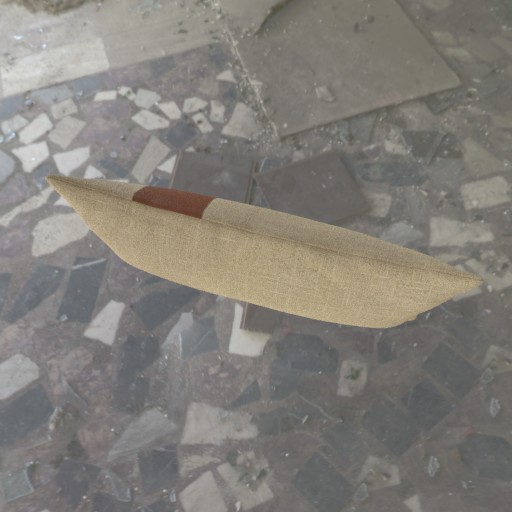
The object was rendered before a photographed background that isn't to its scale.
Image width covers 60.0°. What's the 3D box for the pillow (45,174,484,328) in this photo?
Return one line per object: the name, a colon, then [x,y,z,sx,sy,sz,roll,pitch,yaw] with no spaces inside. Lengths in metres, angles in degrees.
pillow: [0.000,0.000,0.733,0.612,0.282,0.155,14,64,7]
